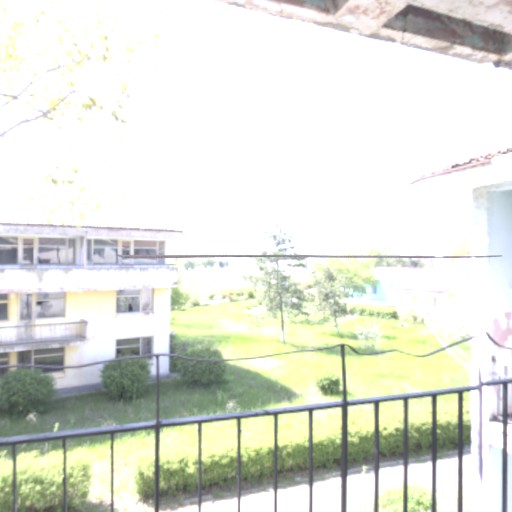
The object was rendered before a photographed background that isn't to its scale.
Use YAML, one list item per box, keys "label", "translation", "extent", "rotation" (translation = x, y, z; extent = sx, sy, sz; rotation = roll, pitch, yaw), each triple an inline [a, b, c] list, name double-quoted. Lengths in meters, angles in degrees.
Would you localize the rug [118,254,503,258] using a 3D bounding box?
- label: "rug"
  translation: [0.000, 0.000, 3.854]
  extent: [2.263, 0.022, 3.029]
  rotation: [0, 0, -19]
